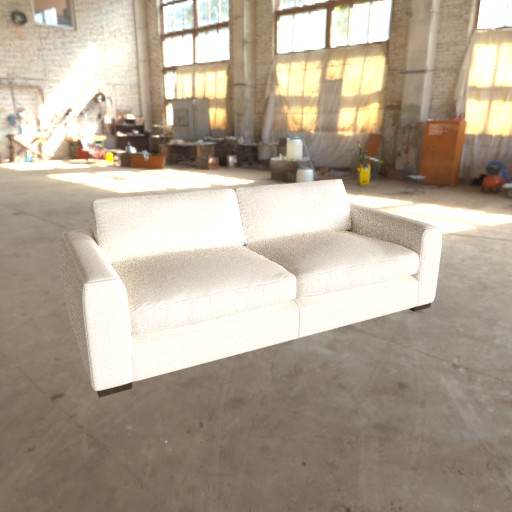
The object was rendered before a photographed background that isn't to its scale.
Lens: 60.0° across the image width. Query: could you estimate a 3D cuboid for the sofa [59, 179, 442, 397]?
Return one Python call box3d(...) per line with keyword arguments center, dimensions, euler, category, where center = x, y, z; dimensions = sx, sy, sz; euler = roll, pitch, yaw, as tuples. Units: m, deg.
box3d(center=(0.000, 0.000, 2.864), dimensions=(2.262, 0.801, 1.070), euler=(-9, 20, -27), category="sofa")
